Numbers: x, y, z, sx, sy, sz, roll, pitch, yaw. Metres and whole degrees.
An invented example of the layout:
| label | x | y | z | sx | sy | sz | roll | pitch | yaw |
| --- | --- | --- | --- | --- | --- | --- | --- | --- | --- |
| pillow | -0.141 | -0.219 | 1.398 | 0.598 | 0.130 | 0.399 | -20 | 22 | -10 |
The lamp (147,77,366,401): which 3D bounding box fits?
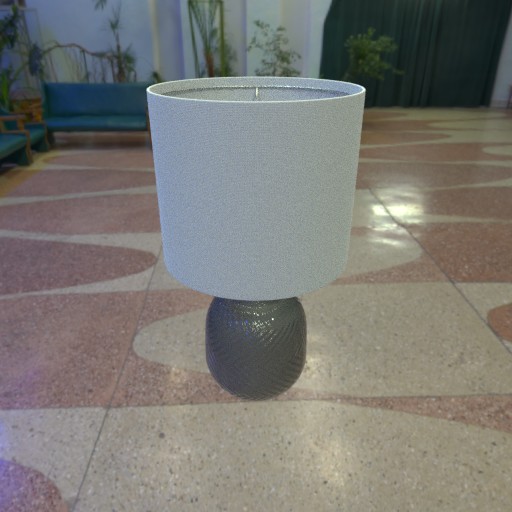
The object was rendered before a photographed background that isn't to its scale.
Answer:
| label | x | y | z | sx | sy | sz | roll | pitch | yaw |
| --- | --- | --- | --- | --- | --- | --- | --- | --- | --- |
| lamp | 0.000 | 0.000 | 0.510 | 0.207 | 0.366 | 0.207 | 0 | 27 | 1 |
